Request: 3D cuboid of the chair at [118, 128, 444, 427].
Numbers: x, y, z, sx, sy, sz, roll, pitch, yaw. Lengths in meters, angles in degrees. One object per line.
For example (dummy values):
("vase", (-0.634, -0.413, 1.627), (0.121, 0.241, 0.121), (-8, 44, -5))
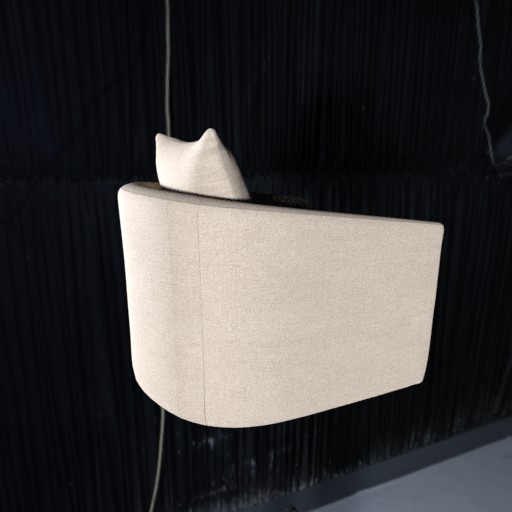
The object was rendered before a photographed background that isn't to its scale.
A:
("chair", (0.000, 0.000, 1.575), (0.910, 0.848, 0.845), (-6, 15, -24))
